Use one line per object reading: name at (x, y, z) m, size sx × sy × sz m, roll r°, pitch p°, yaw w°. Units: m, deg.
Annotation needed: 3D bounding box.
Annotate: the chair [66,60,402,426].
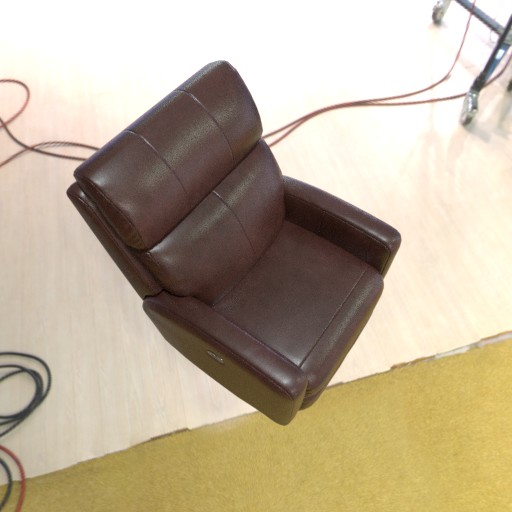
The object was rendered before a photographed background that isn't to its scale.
chair at (0.000, 0.000, 1.699) m, size 0.939 × 1.016 × 0.787 m, roll 32°, pitch 64°, yaw 18°
